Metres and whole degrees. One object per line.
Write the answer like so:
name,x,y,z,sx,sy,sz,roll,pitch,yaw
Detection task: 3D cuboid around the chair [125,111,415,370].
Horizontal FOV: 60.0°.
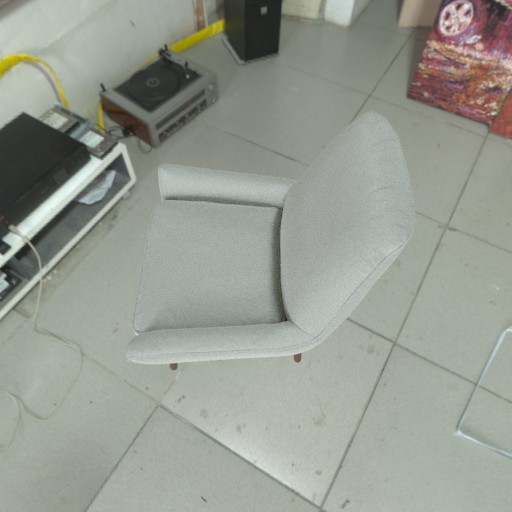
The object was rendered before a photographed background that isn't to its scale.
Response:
chair,0.000,0.000,1.554,0.822,0.888,0.787,1,58,1
